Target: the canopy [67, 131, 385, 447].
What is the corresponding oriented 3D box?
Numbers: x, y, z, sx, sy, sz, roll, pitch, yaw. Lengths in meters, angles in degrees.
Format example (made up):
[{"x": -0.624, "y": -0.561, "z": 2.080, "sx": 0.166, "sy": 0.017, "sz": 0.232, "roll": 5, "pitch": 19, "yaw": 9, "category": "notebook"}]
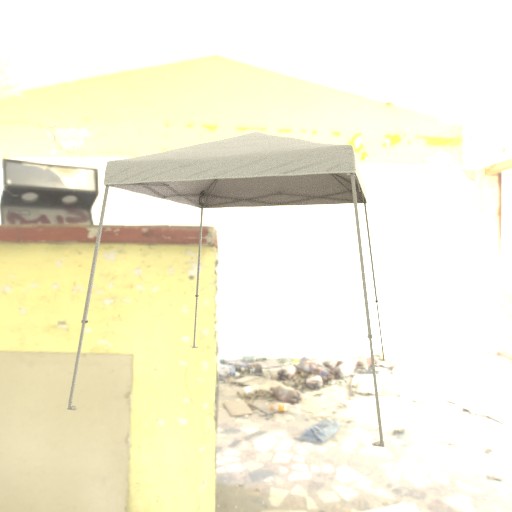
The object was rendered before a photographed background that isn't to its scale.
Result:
[{"x": 0.000, "y": 0.000, "z": 6.436, "sx": 3.600, "sy": 3.600, "sz": 3.599, "roll": 0, "pitch": 1, "yaw": 16, "category": "canopy"}]
